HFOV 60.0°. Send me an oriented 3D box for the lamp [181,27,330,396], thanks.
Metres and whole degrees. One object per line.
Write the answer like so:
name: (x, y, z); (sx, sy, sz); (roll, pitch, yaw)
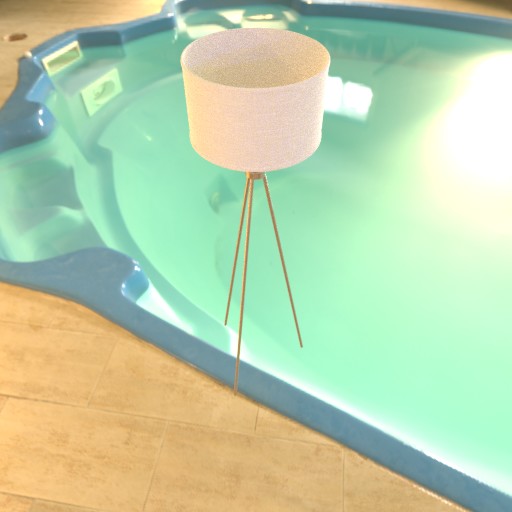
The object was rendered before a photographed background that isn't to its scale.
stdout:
lamp: (0.000, 0.000, 1.755); (0.448, 1.545, 0.458); (11, 47, 10)
